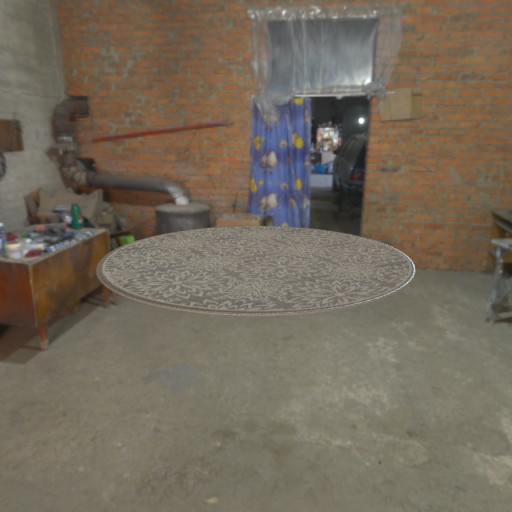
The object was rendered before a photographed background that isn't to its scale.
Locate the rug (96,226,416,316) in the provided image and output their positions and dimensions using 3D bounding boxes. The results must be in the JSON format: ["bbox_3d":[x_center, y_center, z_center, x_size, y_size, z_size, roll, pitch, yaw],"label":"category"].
[{"bbox_3d":[0.000,0.000,2.339,1.593,0.012,1.593,0,15,0],"label":"rug"}]
